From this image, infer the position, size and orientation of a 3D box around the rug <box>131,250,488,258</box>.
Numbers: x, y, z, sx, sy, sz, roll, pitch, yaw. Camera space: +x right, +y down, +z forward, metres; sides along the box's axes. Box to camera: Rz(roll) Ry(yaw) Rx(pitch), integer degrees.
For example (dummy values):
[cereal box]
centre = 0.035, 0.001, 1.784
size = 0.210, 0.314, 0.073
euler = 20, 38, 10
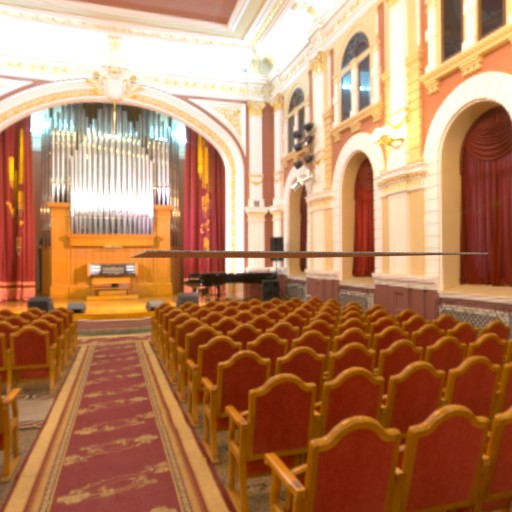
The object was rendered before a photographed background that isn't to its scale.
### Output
[rug]
centre = 0.000, 0.000, 2.896
size = 1.521, 0.006, 2.283
euler = 0, -1, -17
